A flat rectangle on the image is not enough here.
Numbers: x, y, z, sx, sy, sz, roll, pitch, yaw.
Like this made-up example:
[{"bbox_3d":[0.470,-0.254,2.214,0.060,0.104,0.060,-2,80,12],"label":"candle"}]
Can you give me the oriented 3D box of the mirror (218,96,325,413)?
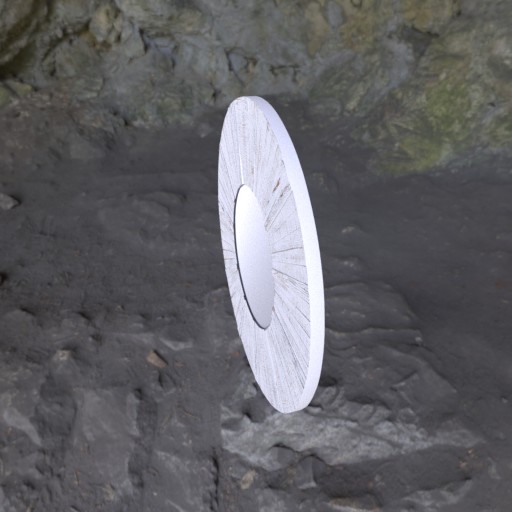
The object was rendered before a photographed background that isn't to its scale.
[{"bbox_3d":[0.000,0.000,1.346,0.038,0.914,0.914,-8,31,-14],"label":"mirror"}]
